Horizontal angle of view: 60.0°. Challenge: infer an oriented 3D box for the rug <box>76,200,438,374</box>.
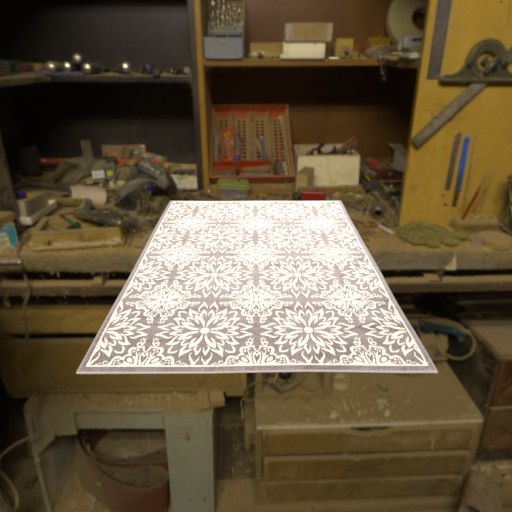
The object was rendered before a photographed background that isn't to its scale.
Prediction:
[{"bbox_3d":[0.000,0.000,2.326,1.224,0.012,1.847,0,25,0],"label":"rug"}]
